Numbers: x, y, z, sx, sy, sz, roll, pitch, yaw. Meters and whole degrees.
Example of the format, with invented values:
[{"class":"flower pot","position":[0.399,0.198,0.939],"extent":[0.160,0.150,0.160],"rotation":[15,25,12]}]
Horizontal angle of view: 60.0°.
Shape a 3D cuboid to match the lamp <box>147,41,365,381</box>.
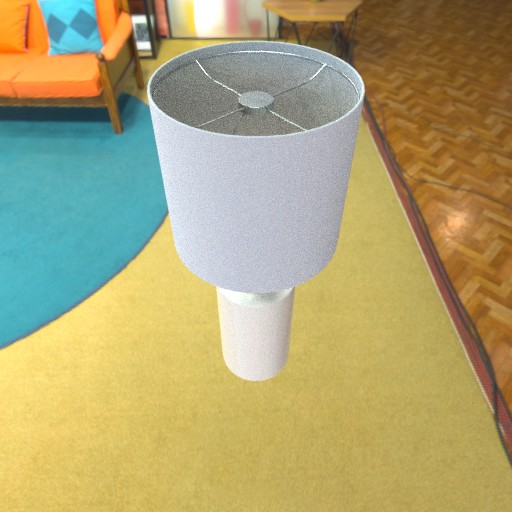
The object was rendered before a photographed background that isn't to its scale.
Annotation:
[{"class":"lamp","position":[0.000,0.000,0.613],"extent":[0.212,0.493,0.212],"rotation":[-32,54,-27]}]
